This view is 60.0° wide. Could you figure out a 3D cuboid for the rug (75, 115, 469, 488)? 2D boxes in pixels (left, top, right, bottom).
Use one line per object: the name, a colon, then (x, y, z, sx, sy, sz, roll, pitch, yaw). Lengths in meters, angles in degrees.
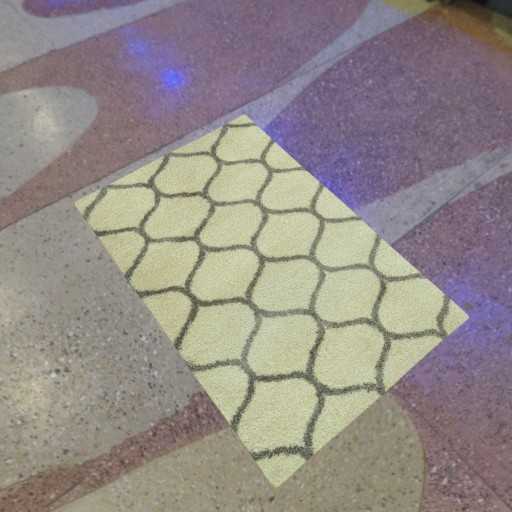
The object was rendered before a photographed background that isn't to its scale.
rug: (0.000, 0.000, 3.456, 1.801, 0.026, 2.701, -33, 64, -19)
